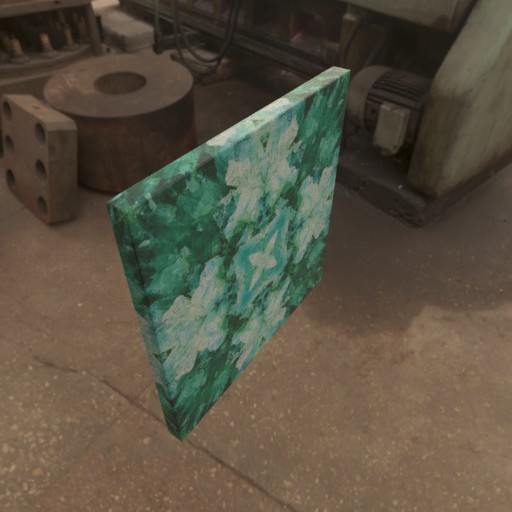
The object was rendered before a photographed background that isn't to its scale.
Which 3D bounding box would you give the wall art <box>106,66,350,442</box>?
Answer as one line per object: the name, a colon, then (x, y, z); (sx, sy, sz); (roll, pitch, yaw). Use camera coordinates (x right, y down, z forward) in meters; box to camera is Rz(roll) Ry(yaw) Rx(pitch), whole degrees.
wall art: (0.000, 0.000, 0.782); (0.038, 0.508, 0.507); (26, 48, 26)
